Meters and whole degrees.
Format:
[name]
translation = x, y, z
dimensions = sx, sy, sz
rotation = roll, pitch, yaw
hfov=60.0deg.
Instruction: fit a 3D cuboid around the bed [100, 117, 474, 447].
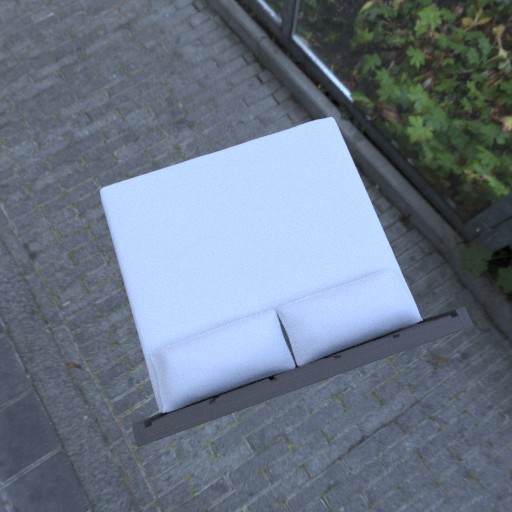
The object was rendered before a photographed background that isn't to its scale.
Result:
[bed]
translation = 0.000, 0.000, 3.482
dimensions = 2.134, 1.270, 2.012
rotation = -18, 76, -5
